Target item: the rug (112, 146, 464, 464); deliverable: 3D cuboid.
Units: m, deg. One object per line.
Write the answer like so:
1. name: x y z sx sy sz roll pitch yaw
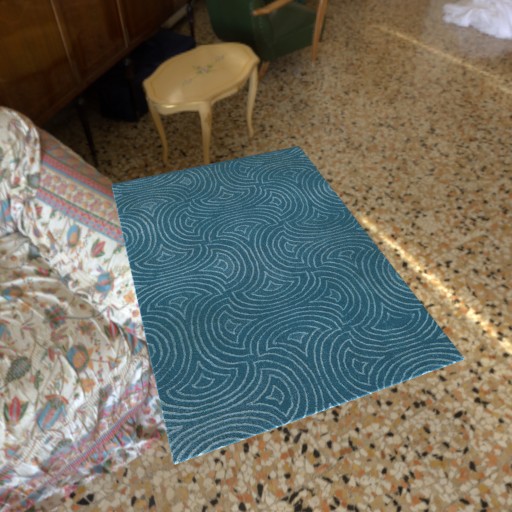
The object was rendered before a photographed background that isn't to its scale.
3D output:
1. rug: 0.000 0.000 2.830 1.543 0.015 2.144 -15 48 -14
